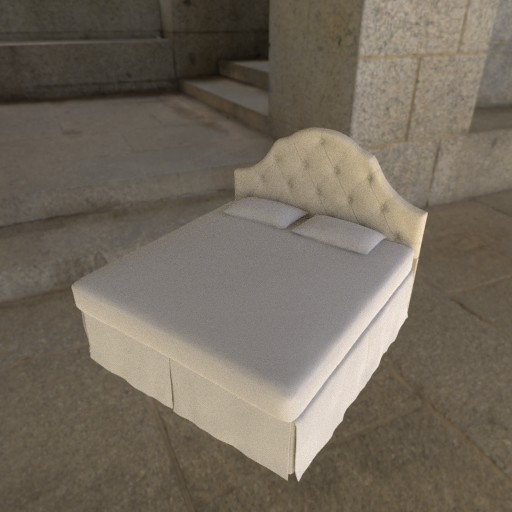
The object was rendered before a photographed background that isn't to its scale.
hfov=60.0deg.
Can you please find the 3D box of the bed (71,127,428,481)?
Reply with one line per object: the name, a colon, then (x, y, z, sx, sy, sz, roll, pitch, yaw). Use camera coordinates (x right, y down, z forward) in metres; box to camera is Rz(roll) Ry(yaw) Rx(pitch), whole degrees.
bed: (0.000, 0.000, 3.432, 2.012, 1.555, 2.086, 19, 34, 30)
